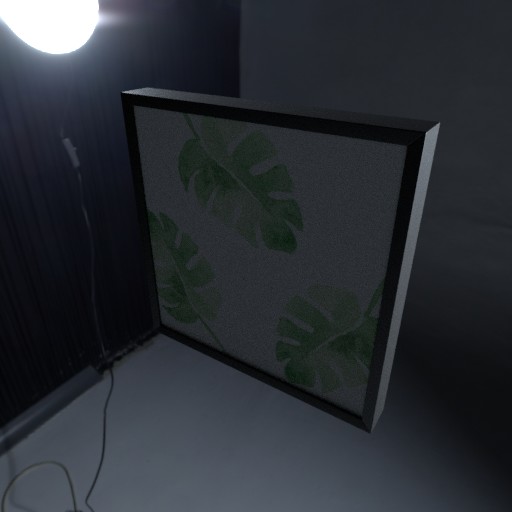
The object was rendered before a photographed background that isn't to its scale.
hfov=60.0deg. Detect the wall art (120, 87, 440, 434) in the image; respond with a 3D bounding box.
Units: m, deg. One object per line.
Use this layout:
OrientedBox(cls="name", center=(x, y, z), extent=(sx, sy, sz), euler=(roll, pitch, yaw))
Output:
OrientedBox(cls="wall art", center=(0.000, 0.000, 0.463), extent=(0.304, 0.304, 0.038), euler=(18, 34, 29))
